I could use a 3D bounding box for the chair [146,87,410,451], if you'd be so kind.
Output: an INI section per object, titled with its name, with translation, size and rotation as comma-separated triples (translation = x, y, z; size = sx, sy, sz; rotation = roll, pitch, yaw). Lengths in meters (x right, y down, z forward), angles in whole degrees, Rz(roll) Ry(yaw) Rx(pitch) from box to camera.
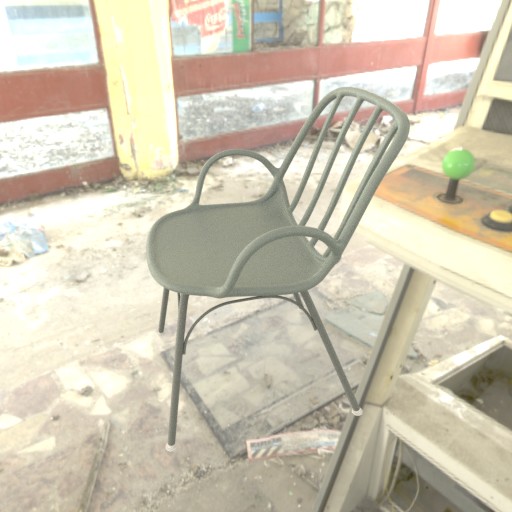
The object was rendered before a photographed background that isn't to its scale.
[chair]
translation = 0.000, 0.000, 1.201
size = 0.597, 0.816, 0.549
rotation = -7, 32, -12
